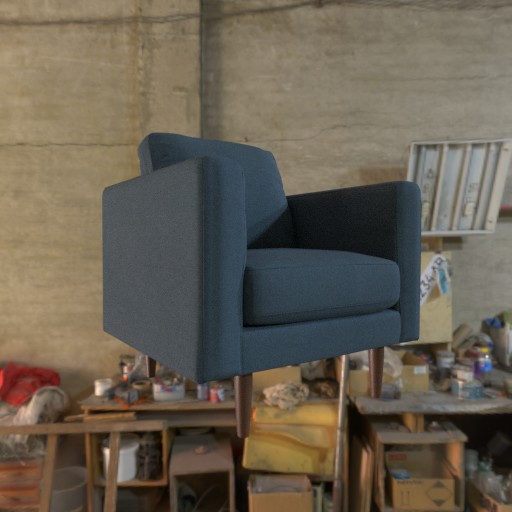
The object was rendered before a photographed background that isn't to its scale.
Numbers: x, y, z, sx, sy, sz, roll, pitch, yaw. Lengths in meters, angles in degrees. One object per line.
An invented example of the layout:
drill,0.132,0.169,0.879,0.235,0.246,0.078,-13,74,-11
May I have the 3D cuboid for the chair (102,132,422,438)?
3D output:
chair,0.000,0.000,1.561,0.855,0.922,0.820,-1,2,-35
